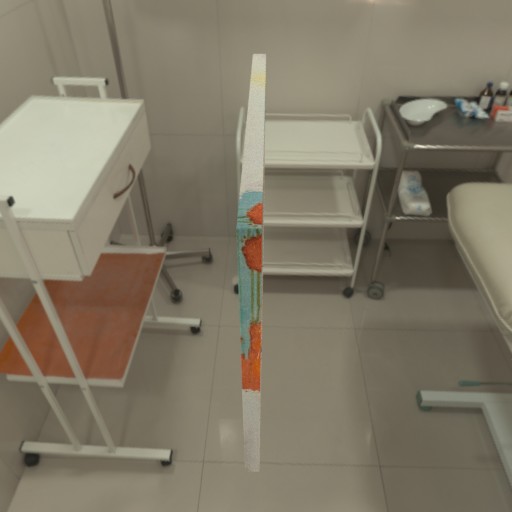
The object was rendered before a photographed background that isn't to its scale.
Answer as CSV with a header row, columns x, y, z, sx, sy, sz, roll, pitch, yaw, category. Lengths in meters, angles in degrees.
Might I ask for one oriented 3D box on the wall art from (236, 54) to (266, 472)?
x,y,z,sx,sy,sz,roll,pitch,yaw,category
0.000,0.000,1.217,0.037,0.814,0.814,1,41,1,wall art
